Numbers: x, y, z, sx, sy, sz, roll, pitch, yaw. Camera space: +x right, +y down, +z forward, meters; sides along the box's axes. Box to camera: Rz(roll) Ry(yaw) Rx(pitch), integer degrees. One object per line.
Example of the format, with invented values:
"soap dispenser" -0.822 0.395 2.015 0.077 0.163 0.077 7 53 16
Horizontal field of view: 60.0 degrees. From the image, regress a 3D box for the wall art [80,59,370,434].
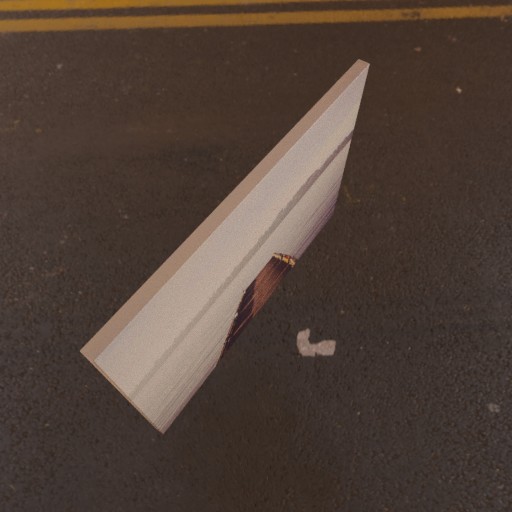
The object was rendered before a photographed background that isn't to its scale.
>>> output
"wall art" 0.000 0.000 0.771 0.021 0.410 0.615 31 63 18
